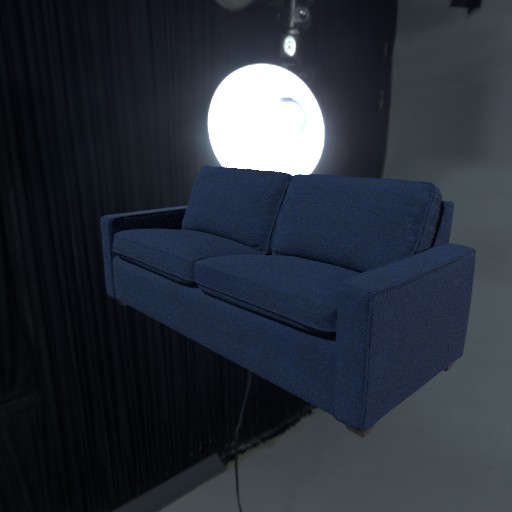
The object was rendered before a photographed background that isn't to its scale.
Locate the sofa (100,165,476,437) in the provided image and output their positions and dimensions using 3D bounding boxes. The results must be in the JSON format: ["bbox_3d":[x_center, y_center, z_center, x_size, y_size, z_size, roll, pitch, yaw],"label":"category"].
[{"bbox_3d":[0.000,0.000,2.508,0.940,0.919,2.080,-14,20,-42],"label":"sofa"}]
